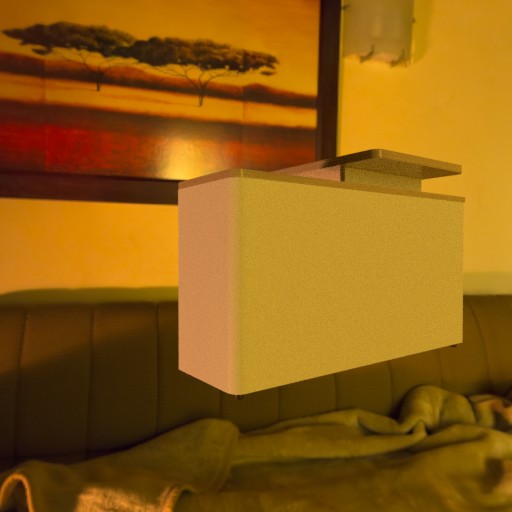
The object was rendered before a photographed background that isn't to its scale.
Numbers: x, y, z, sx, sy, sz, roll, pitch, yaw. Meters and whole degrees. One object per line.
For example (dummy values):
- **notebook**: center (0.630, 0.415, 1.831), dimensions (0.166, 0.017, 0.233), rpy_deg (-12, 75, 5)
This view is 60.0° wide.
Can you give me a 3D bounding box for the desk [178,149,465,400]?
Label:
- **desk**: center (0.000, 0.000, 2.101), dimensions (1.175, 0.770, 1.400), rpy_deg (-1, 1, -36)
